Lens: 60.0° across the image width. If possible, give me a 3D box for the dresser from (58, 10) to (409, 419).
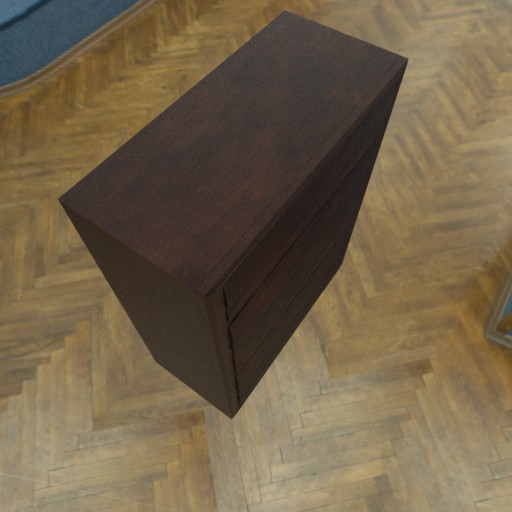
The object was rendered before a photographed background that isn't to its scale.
[{"bbox_3d":[0.000,0.000,1.950,0.506,1.514,1.072,31,63,18],"label":"dresser"}]
